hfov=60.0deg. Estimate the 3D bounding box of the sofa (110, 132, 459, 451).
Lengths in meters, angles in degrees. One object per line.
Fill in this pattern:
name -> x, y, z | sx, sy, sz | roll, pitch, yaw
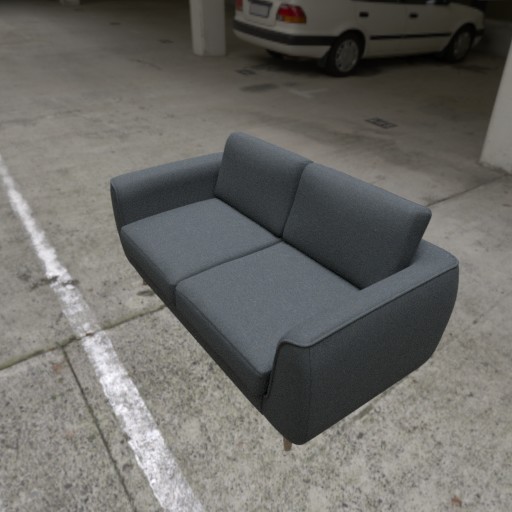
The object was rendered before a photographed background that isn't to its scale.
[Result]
sofa -> 0.000, 0.000, 2.188 | 0.920, 0.850, 1.700 | -20, 37, -30
